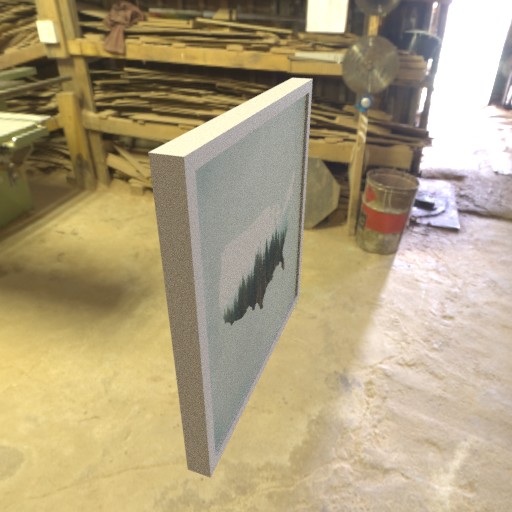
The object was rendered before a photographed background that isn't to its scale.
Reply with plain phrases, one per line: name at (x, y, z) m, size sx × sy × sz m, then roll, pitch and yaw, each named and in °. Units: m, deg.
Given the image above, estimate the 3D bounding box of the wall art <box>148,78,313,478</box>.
wall art at (0.000, 0.000, 0.770) m, size 0.040 × 0.509 × 0.509 m, roll 11°, pitch 32°, yaw 18°
